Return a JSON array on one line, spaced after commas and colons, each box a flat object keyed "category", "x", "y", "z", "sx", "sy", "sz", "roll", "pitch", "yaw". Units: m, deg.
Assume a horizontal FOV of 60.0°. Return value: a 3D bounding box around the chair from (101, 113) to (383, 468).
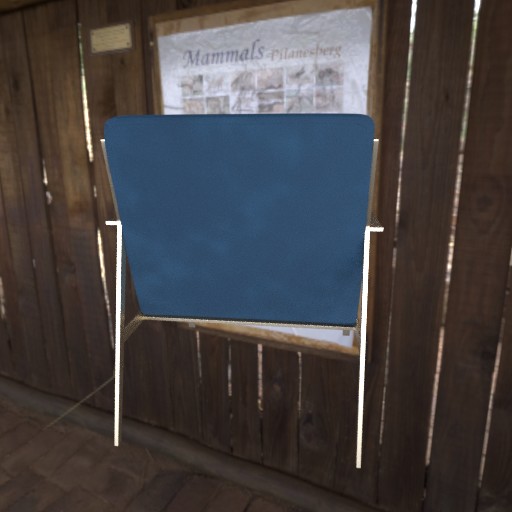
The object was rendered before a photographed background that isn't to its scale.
[{"category": "chair", "x": 0.000, "y": 0.000, "z": 1.427, "sx": 0.692, "sy": 0.831, "sz": 0.859, "roll": 2, "pitch": 14, "yaw": 7}]
